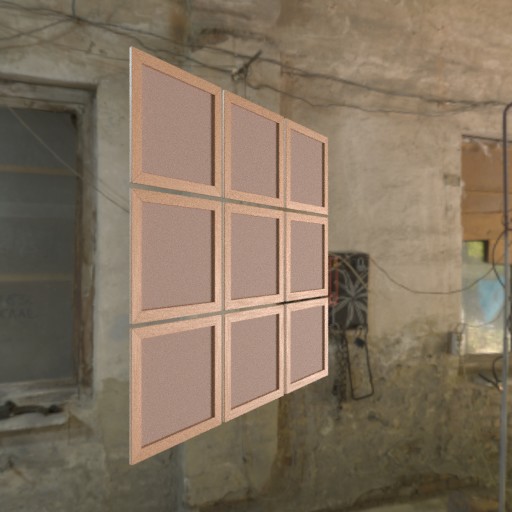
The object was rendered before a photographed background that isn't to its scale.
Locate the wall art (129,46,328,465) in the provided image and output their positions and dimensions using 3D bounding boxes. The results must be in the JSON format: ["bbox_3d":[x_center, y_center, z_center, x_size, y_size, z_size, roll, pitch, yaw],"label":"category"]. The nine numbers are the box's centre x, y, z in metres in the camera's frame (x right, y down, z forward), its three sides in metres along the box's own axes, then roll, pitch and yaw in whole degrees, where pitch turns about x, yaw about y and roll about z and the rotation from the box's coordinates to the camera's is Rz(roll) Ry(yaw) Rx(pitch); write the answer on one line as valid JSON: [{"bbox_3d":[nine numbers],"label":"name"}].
[{"bbox_3d":[0.000,0.000,2.207,0.014,1.507,1.519,0,0,37],"label":"wall art"}]
